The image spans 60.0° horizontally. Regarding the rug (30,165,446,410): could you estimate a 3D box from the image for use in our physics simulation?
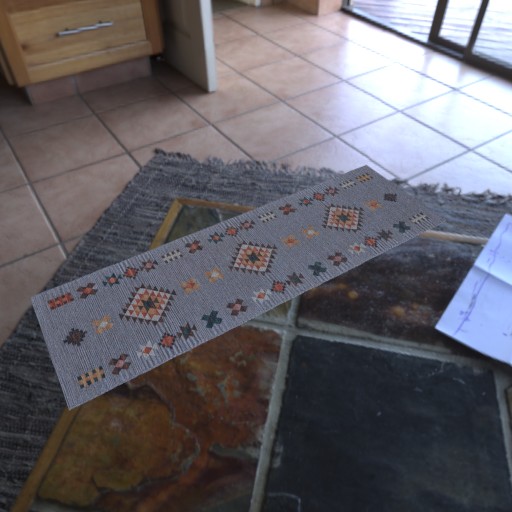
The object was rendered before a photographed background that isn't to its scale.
[{"bbox_3d":[0.000,0.000,2.646,2.432,0.008,0.766,-24,50,-22],"label":"rug"}]
